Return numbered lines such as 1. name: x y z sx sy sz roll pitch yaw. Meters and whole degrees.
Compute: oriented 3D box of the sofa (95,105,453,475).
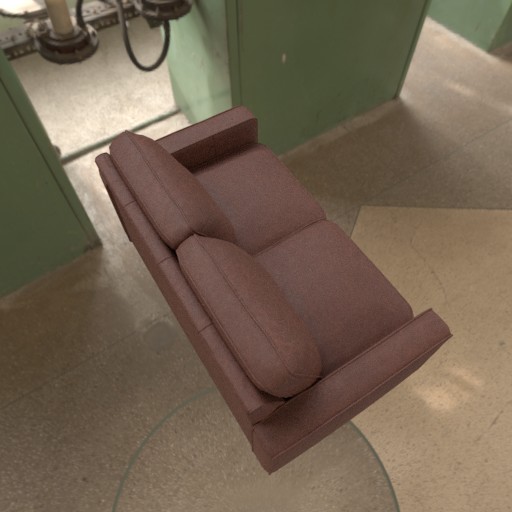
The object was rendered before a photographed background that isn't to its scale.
1. sofa: 0.000 0.000 2.219 0.947 0.918 1.709 -28 63 -16
